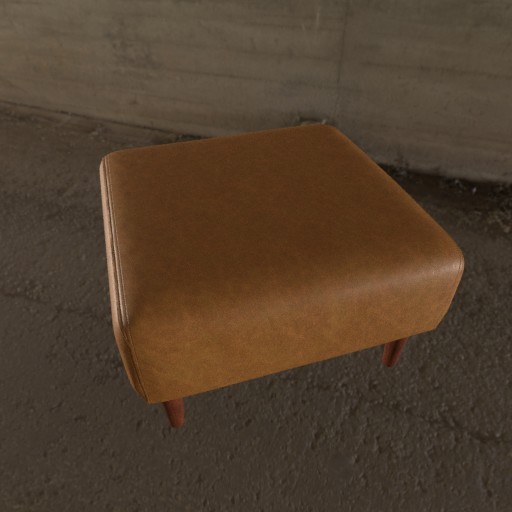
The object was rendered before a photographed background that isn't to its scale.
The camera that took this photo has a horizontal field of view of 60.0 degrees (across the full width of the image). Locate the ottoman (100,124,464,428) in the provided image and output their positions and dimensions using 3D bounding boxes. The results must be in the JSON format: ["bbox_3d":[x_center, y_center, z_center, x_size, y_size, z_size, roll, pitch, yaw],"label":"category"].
[{"bbox_3d":[0.000,0.000,1.074,0.650,0.399,0.650,-11,42,-13],"label":"ottoman"}]
